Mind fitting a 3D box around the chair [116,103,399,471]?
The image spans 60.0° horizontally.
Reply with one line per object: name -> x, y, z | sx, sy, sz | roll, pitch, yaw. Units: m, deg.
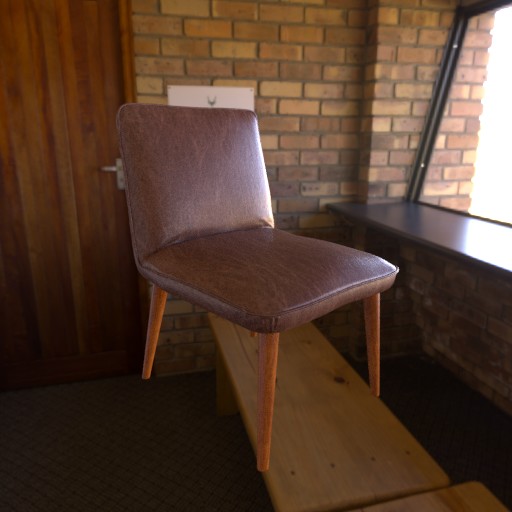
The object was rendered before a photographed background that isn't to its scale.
chair -> 0.000, 0.000, 1.212 | 0.645, 0.803, 0.543 | 14, 20, 41
